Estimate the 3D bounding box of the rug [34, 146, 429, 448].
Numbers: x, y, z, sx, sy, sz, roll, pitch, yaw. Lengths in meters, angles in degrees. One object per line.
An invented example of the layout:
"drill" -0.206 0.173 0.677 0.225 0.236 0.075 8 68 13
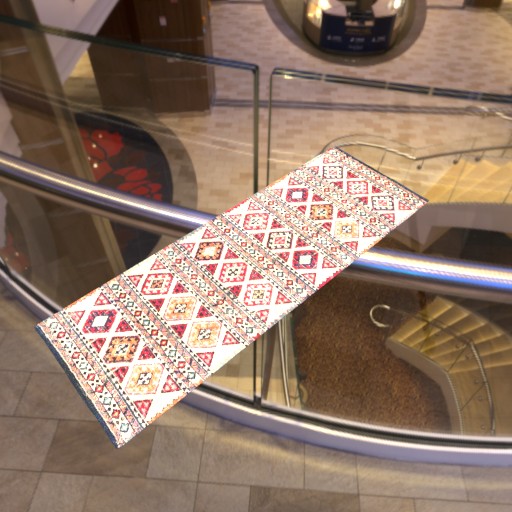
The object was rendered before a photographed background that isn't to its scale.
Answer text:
"rug" 0.000 0.000 2.615 2.362 0.008 0.832 -34 57 -26
